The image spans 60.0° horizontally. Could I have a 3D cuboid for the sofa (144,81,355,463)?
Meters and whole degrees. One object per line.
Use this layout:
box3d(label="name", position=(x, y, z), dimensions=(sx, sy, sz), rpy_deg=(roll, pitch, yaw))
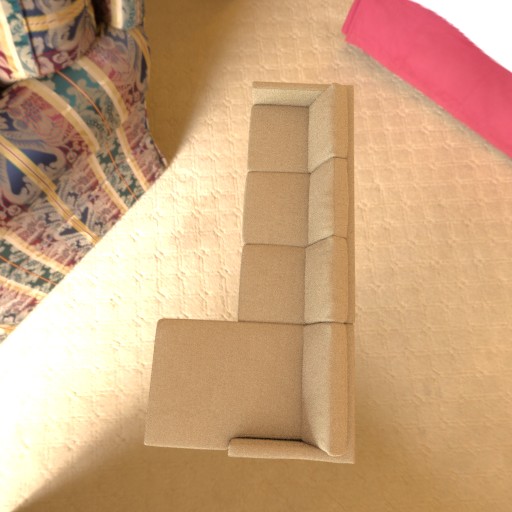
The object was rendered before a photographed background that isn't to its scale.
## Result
box3d(label="sofa", position=(0.000, 0.000, 3.865), dimensions=(1.625, 0.846, 3.186), rpy_deg=(3, 75, 1))
